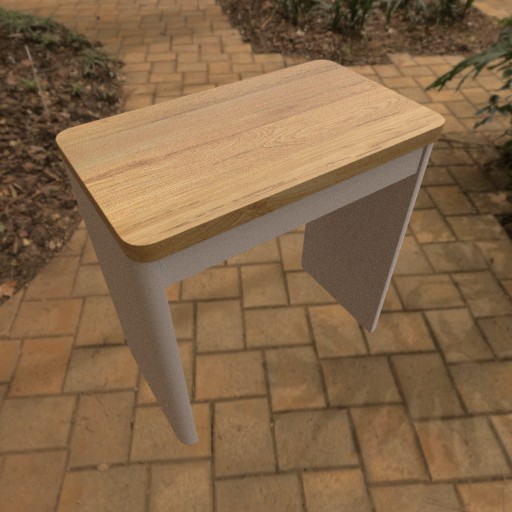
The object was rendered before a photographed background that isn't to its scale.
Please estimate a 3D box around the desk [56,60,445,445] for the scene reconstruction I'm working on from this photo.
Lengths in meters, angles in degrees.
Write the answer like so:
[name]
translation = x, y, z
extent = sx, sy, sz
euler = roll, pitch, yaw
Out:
[desk]
translation = 0.000, 0.000, 1.241
extent = 0.760, 0.790, 0.440
euler = -25, 50, -23
